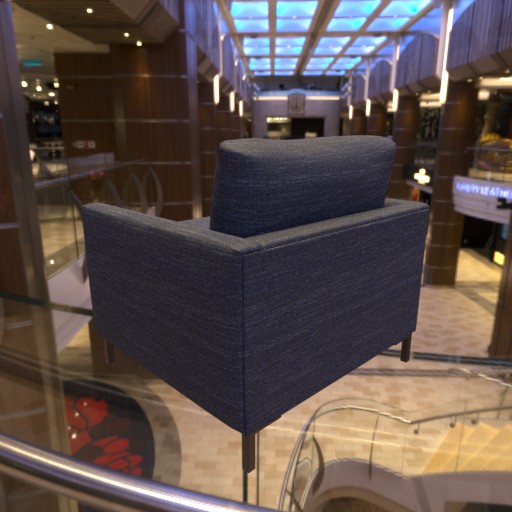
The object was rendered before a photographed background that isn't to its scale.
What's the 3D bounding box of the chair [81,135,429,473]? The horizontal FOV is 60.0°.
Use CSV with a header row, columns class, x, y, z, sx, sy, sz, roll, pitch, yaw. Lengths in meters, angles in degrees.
class,x,y,z,sx,sy,sz,roll,pitch,yaw
chair,0.000,0.000,1.639,0.963,0.861,0.866,-14,21,-42
